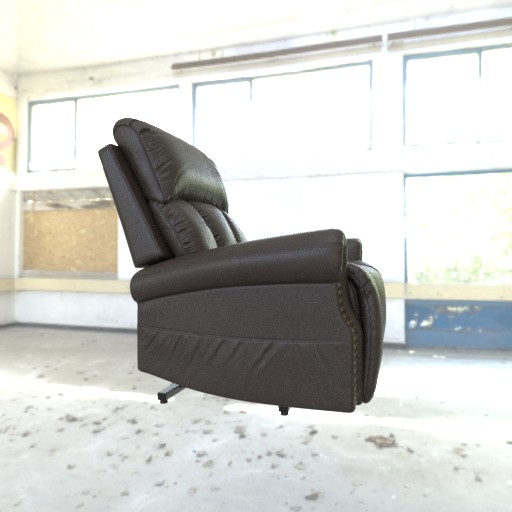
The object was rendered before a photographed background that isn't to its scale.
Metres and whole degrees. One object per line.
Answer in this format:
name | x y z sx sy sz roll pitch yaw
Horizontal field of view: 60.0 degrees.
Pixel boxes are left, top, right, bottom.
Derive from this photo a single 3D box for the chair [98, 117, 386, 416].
chair | 0.000 0.000 1.744 0.978 1.028 0.869 0 0 17
